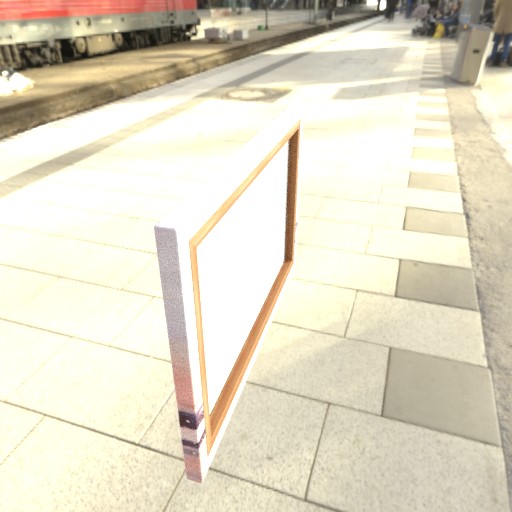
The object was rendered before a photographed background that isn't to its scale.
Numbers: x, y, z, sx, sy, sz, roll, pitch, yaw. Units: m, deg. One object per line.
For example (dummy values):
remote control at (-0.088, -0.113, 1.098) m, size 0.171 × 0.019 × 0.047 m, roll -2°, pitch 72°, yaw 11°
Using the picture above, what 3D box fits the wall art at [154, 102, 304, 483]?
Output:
wall art at (0.000, 0.000, 1.172) m, size 0.038 × 0.609 × 0.913 m, roll 9°, pitch 32°, yaw 15°
